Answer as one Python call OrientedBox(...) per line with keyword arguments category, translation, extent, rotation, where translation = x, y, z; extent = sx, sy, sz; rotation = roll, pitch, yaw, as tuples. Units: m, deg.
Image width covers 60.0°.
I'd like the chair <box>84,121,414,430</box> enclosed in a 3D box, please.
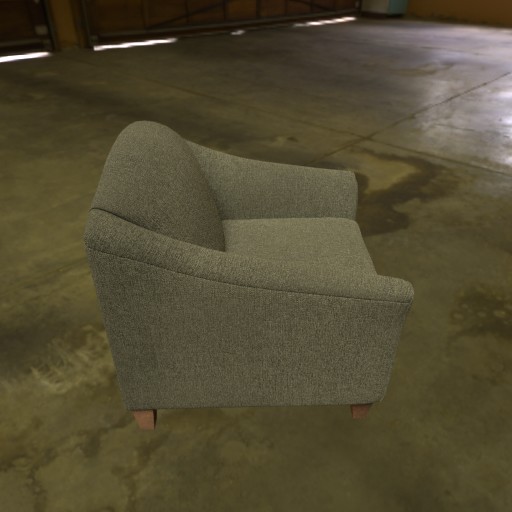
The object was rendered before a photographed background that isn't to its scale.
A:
OrientedBox(category="chair", translation=(0.000, 0.000, 1.445), extent=(0.787, 0.839, 0.763), rotation=(-1, 33, -1))
